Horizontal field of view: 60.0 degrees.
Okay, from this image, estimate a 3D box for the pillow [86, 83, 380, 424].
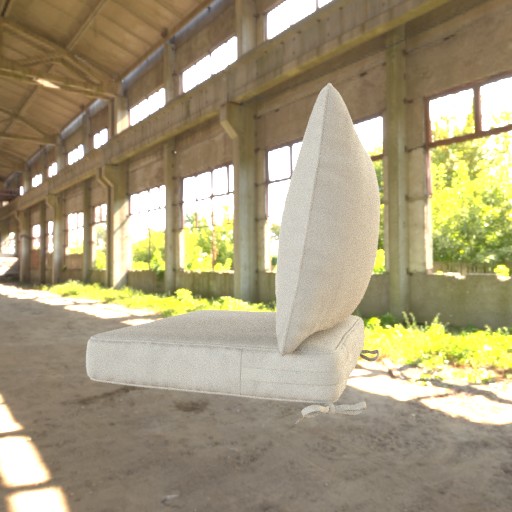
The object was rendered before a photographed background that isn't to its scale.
[{"bbox_3d":[0.000,0.000,1.355,0.733,0.716,0.798,0,-1,18],"label":"pillow"}]
